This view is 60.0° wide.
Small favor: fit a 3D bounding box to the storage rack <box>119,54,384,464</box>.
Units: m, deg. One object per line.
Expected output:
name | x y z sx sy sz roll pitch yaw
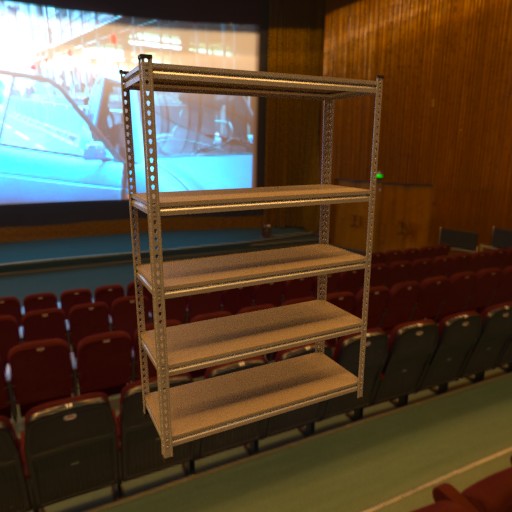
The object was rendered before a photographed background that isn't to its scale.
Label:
storage rack | 0.000 0.000 2.374 1.219 1.829 0.457 -7 16 -26
